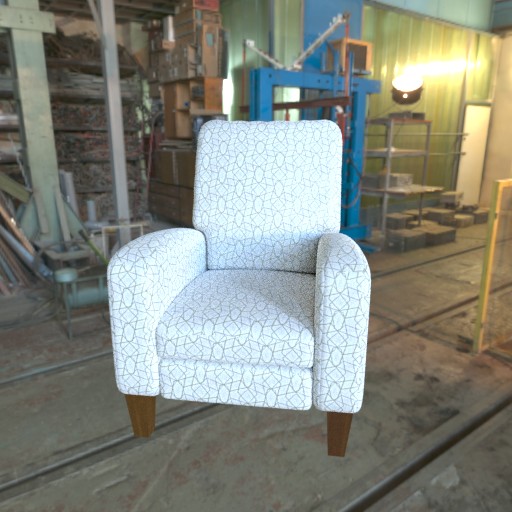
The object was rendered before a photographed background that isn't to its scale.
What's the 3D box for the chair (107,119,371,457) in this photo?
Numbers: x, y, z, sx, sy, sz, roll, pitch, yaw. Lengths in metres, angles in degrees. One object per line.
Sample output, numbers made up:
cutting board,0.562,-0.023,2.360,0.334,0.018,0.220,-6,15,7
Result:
chair,0.000,0.000,1.769,0.796,1.064,0.995,2,15,8
